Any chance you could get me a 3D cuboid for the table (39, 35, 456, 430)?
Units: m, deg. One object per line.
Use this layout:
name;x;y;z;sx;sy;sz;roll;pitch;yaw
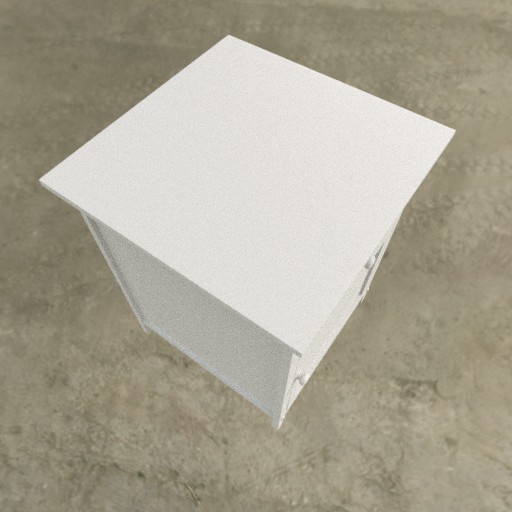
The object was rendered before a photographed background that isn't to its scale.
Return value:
table;0.000;0.000;0.767;0.381;0.483;0.381;31;62;18
